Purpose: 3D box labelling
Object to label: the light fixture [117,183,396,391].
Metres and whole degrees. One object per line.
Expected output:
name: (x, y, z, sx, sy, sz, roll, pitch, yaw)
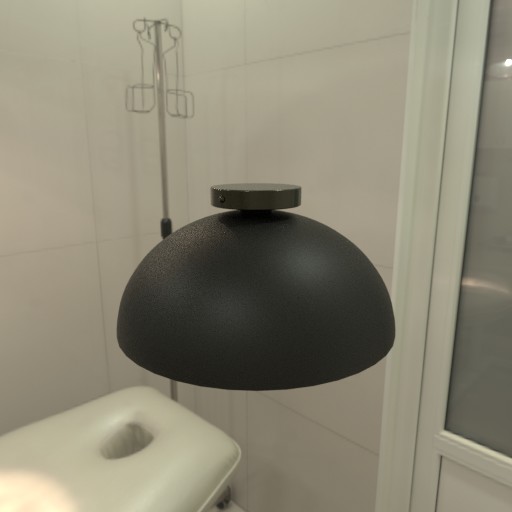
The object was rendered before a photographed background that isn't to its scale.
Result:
light fixture: (0.000, 0.000, 0.570, 0.355, 0.177, 0.355, 0, 13, 0)
